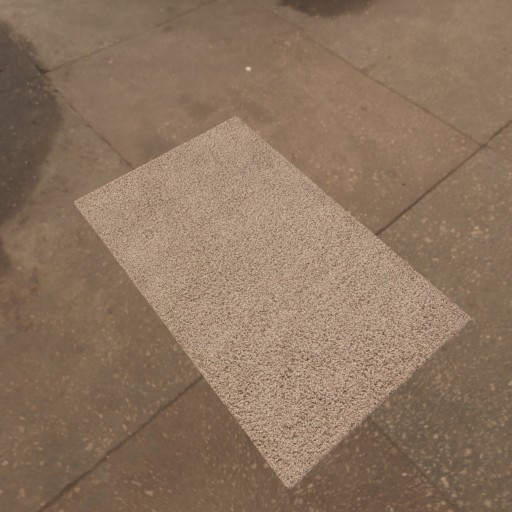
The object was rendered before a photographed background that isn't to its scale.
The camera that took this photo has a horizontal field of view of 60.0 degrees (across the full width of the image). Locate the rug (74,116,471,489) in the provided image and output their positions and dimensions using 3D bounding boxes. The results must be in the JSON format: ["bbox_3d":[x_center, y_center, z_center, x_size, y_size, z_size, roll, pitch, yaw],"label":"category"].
[{"bbox_3d":[0.000,0.000,3.034,1.524,0.030,2.438,-34,63,-20],"label":"rug"}]
